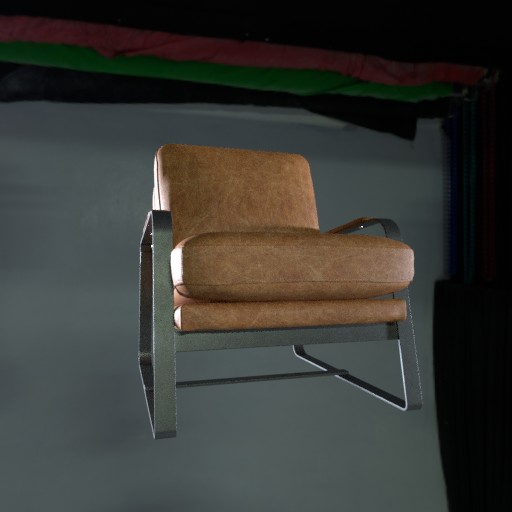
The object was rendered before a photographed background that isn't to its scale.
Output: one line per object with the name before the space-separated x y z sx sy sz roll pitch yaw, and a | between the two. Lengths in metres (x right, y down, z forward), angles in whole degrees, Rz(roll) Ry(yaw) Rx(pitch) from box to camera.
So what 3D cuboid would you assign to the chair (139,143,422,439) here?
chair | 0.000 0.000 1.337 0.651 0.777 0.801 0 -1 -17
